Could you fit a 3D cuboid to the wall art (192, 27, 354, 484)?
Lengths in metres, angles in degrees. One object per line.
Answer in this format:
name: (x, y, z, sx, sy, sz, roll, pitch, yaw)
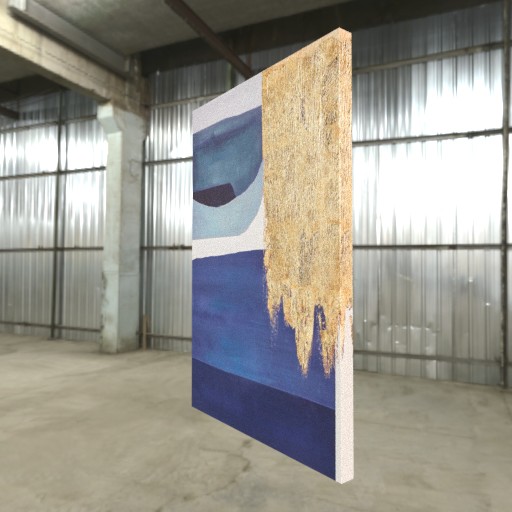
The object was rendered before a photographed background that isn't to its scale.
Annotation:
wall art: (0.000, 0.000, 1.138, 0.039, 0.911, 0.607, 1, -2, -37)
